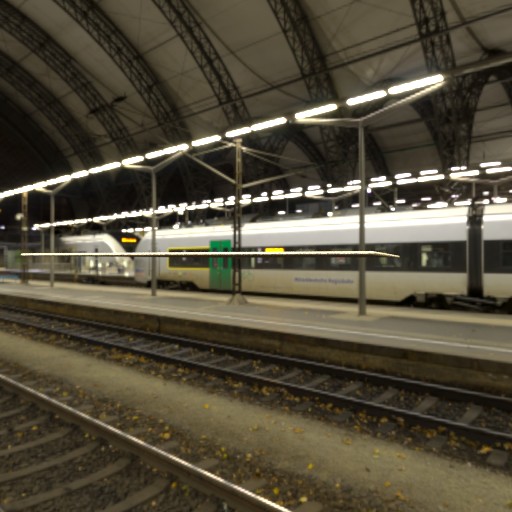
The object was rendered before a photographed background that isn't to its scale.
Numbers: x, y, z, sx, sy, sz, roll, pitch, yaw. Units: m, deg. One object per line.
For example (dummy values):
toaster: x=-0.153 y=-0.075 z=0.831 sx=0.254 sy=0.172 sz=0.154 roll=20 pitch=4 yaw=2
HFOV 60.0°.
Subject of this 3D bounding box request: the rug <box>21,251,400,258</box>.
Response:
rug: x=0.000 y=0.000 z=4.153 sx=2.441 sy=0.015 sz=3.050 roll=0 pitch=-1 yaw=20
